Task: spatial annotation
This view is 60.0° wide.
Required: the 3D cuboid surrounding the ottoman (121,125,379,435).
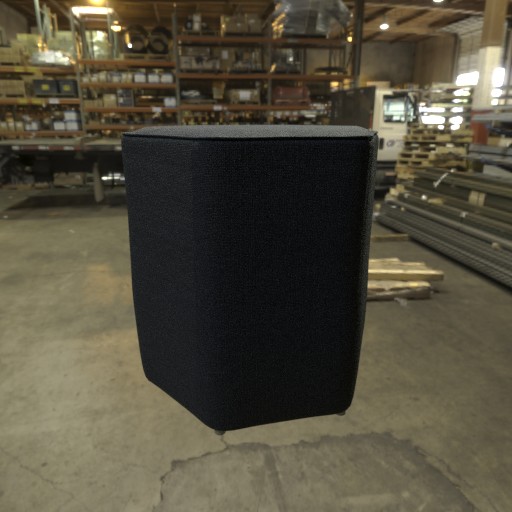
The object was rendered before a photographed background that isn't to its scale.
[{"bbox_3d":[0.000,0.000,0.898,0.492,0.505,0.454,-3,18,-9],"label":"ottoman"}]
